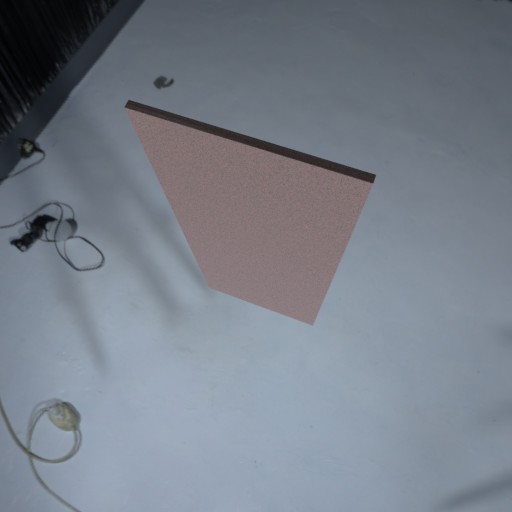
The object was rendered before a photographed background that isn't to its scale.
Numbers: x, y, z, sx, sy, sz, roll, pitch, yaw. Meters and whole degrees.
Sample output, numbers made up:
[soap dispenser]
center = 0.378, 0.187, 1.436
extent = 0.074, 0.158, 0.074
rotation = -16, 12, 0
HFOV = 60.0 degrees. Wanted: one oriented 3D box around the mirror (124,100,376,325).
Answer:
[mirror]
center = 0.000, 0.000, 2.298
extent = 0.812, 2.020, 0.221
rotation = 19, 66, 9
